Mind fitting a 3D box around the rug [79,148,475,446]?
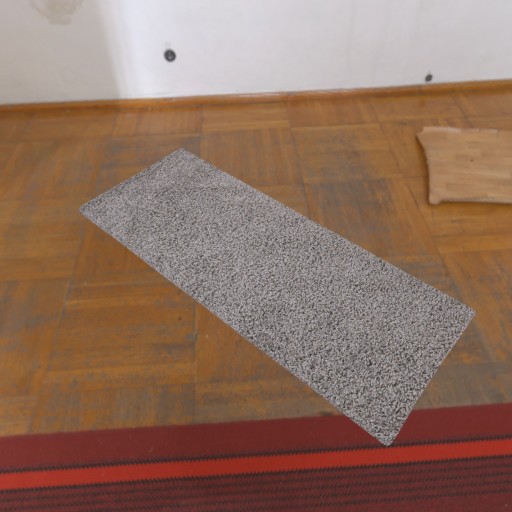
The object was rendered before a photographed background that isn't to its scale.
[{"bbox_3d":[0.000,0.000,1.742,1.524,0.030,0.609,33,55,26],"label":"rug"}]
